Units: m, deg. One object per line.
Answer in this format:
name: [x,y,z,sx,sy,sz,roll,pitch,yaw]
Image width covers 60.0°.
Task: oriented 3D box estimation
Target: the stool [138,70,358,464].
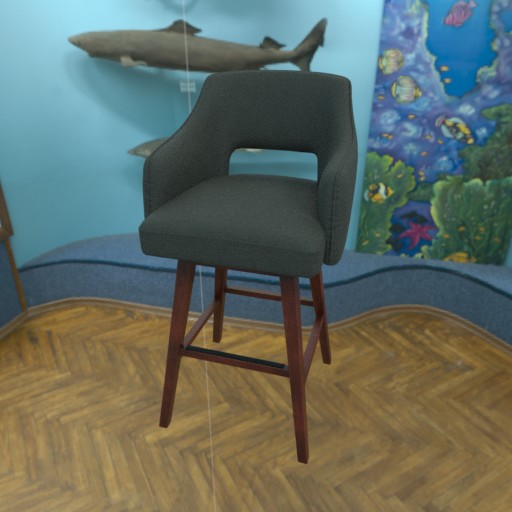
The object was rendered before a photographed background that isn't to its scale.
stool: [0.000,0.000,1.345,0.548,1.012,0.558,8,27,15]
